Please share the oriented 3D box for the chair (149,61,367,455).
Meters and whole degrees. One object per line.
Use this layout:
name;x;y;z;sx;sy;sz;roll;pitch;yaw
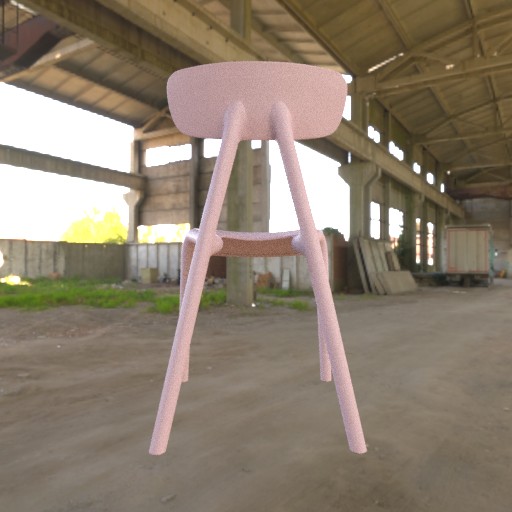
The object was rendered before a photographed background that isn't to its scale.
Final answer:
chair;0.000;0.000;0.841;0.356;0.580;0.401;0;0;-1
